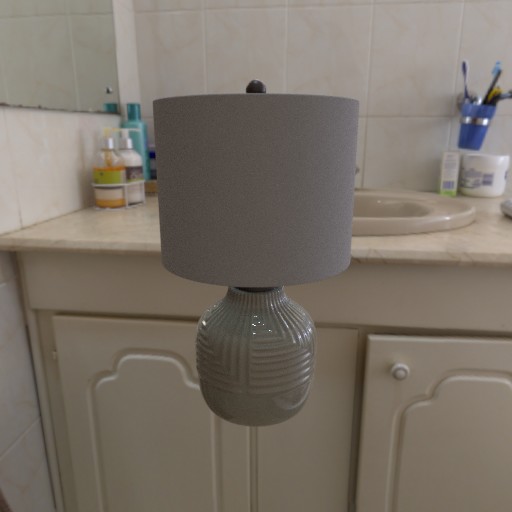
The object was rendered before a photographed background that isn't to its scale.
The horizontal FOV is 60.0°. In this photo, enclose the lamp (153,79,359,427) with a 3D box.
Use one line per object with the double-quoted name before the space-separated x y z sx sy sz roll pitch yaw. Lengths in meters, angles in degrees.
"lamp" 0.000 0.000 0.762 0.318 0.567 0.318 0 15 0
